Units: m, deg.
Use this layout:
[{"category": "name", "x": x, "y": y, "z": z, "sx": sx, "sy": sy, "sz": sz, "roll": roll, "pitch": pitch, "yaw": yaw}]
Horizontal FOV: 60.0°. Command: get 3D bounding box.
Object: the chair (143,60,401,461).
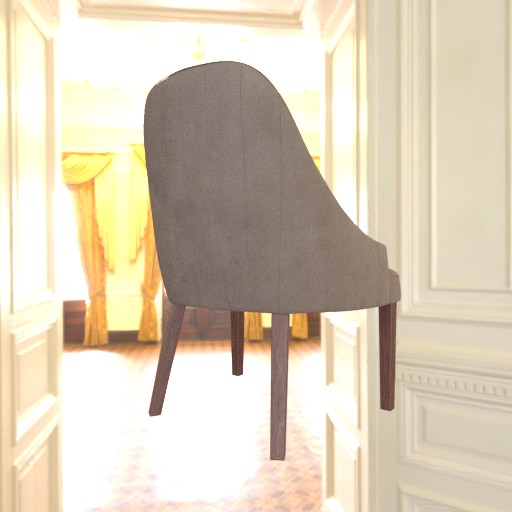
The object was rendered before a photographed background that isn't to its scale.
[{"category": "chair", "x": 0.000, "y": 0.000, "z": 1.260, "sx": 0.643, "sy": 0.889, "sz": 0.575, "roll": 0, "pitch": 1, "yaw": 38}]
